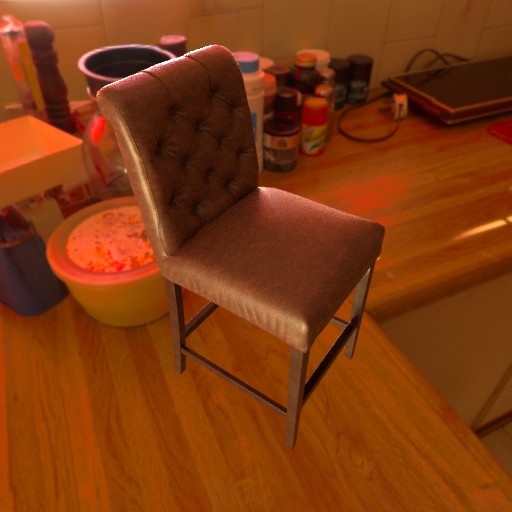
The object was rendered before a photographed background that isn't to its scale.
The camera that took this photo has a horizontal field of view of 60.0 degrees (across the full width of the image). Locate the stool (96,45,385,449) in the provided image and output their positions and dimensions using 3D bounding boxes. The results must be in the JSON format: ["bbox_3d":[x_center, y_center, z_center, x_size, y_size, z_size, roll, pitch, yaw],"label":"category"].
[{"bbox_3d":[0.000,0.000,1.413,0.660,1.084,0.486,25,47,26],"label":"stool"}]
